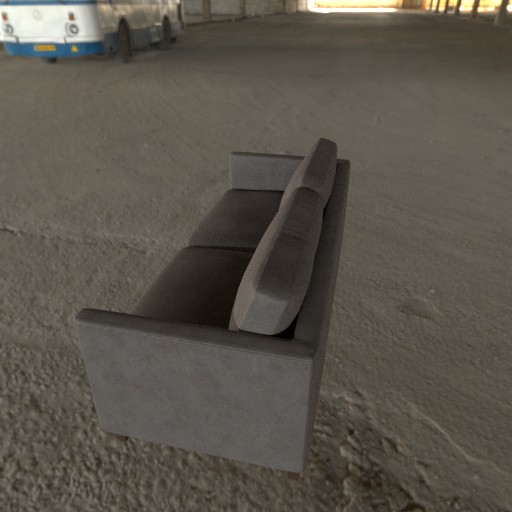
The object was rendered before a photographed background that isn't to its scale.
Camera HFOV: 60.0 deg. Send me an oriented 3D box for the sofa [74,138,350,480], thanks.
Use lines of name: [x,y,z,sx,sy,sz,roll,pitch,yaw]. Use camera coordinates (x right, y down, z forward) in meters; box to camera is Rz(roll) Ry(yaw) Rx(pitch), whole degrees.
sofa: [0.000,0.000,2.624,0.951,0.965,2.208,7,31,12]
